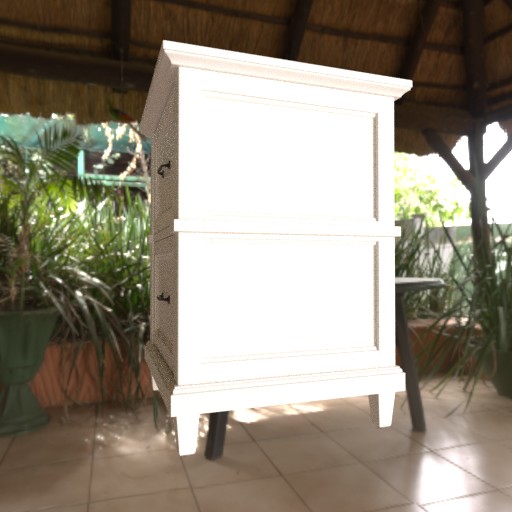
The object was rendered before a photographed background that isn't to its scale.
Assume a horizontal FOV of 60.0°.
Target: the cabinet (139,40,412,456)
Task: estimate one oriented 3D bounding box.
[{"bbox_3d":[0.000,0.000,1.144,0.547,0.775,0.544,0,-1,-19],"label":"cabinet"}]
